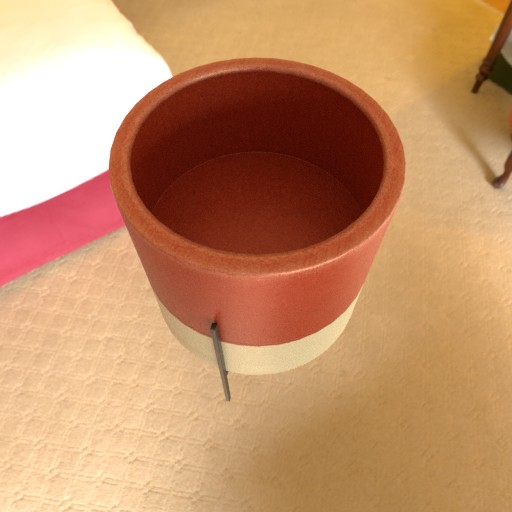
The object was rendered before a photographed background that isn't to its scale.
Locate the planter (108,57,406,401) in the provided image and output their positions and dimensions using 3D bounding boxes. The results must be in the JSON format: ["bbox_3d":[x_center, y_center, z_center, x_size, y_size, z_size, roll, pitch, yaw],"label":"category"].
[{"bbox_3d":[0.000,0.000,0.707,0.345,0.465,0.354,15,59,9],"label":"planter"}]
